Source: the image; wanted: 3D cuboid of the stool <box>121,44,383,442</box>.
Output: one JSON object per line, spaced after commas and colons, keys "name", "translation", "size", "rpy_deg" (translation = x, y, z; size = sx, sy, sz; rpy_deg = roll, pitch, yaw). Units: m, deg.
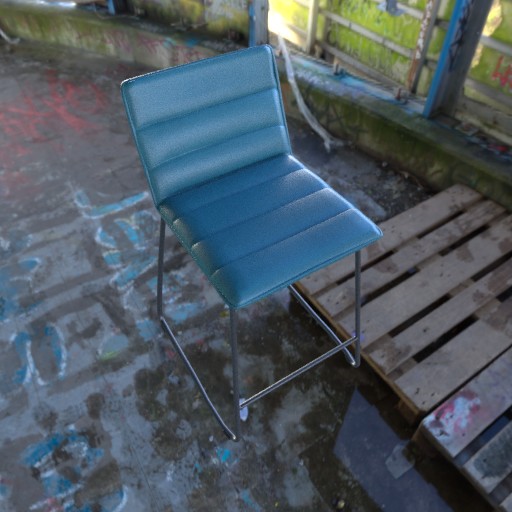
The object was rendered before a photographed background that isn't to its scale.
{"name": "stool", "translation": [0.000, 0.000, 1.178], "size": [0.489, 0.866, 0.524], "rpy_deg": [-25, 52, -21]}
